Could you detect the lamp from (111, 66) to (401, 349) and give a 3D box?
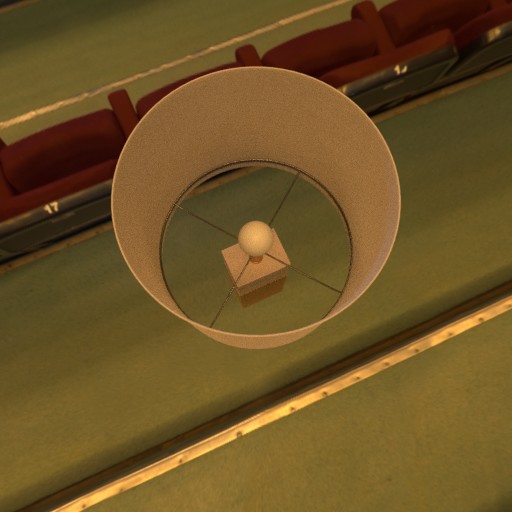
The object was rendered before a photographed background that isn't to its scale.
[{"bbox_3d":[0.000,0.000,0.553,0.229,0.417,0.229,-24,77,-6],"label":"lamp"}]
